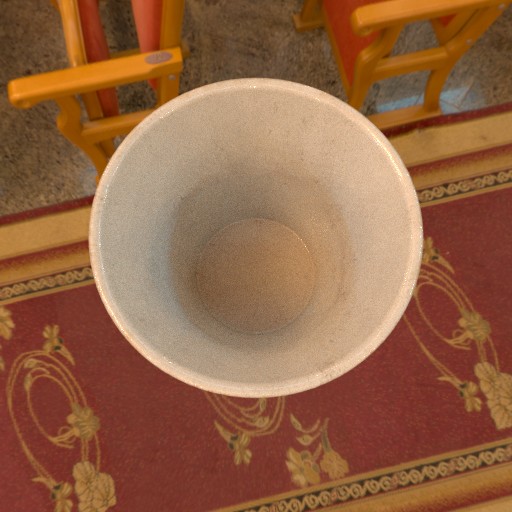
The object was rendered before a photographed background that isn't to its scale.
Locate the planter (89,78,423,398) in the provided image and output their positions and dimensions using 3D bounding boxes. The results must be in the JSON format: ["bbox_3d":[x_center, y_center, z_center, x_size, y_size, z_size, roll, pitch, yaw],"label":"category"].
[{"bbox_3d":[0.000,0.000,0.218,0.126,0.104,0.126,0,76,0],"label":"planter"}]
